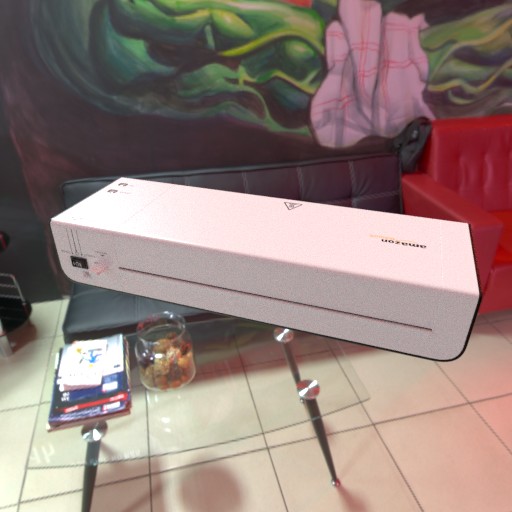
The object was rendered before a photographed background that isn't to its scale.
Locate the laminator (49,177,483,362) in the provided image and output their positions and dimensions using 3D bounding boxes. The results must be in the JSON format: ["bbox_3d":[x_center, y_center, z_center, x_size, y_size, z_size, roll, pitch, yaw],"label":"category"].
[{"bbox_3d":[0.000,0.000,0.386,0.340,0.062,0.123,10,32,16],"label":"laminator"}]
